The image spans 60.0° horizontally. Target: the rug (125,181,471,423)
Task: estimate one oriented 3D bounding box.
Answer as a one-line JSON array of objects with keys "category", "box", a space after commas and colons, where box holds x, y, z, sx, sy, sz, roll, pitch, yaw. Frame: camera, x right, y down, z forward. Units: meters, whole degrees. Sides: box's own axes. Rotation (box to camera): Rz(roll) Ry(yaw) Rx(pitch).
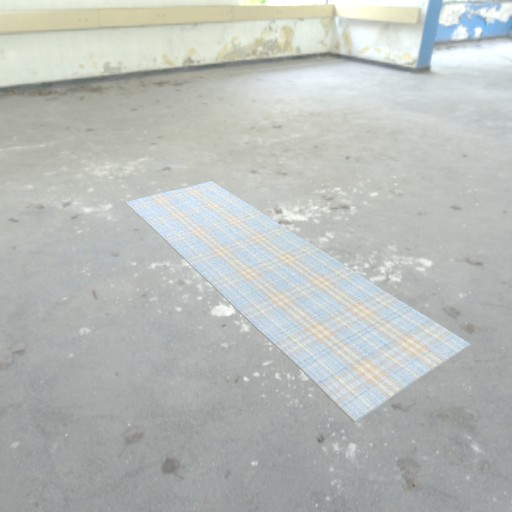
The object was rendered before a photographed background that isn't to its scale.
[{"category": "rug", "box": [0.000, 0.000, 2.742, 0.762, 0.013, 2.439, -20, 37, -29]}]
